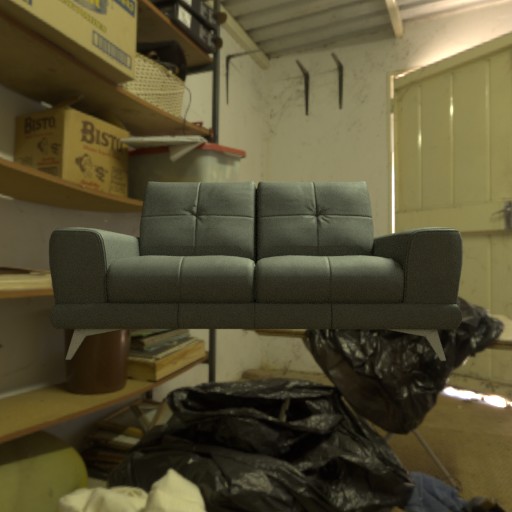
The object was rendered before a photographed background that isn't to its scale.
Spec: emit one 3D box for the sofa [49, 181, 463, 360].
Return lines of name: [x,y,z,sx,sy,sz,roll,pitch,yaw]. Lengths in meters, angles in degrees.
sofa: [0.000,0.000,2.367,1.806,0.907,1.018,0,-1,1]
